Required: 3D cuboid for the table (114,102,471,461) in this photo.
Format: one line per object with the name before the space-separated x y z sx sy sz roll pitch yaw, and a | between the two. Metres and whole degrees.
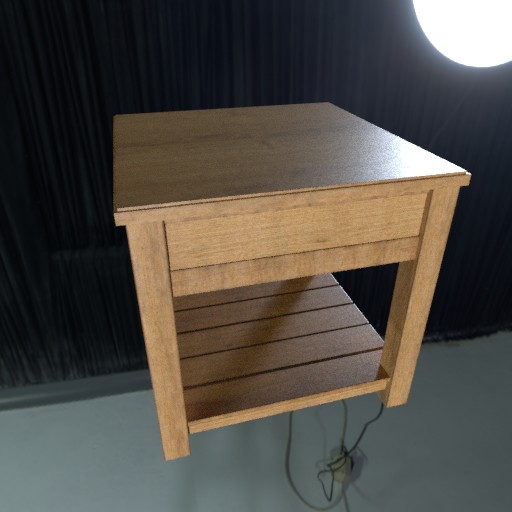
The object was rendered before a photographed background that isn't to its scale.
table | 0.000 0.000 1.109 0.612 0.593 0.616 -8 31 -13
